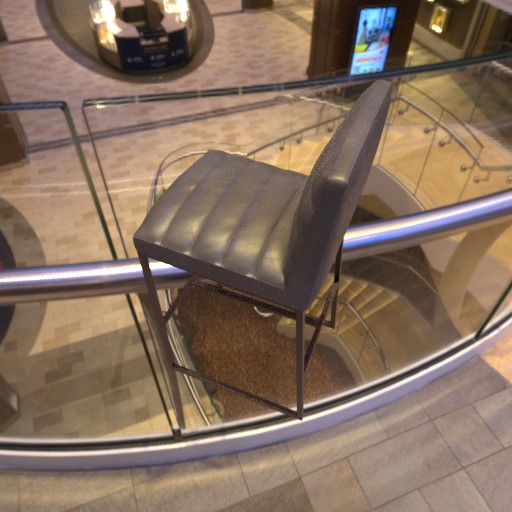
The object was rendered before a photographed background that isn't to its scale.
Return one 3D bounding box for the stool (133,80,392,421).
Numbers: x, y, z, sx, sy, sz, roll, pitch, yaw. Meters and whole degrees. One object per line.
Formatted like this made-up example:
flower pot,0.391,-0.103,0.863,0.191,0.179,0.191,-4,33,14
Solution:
stool,0.000,0.000,1.393,0.562,1.065,0.463,17,49,15
